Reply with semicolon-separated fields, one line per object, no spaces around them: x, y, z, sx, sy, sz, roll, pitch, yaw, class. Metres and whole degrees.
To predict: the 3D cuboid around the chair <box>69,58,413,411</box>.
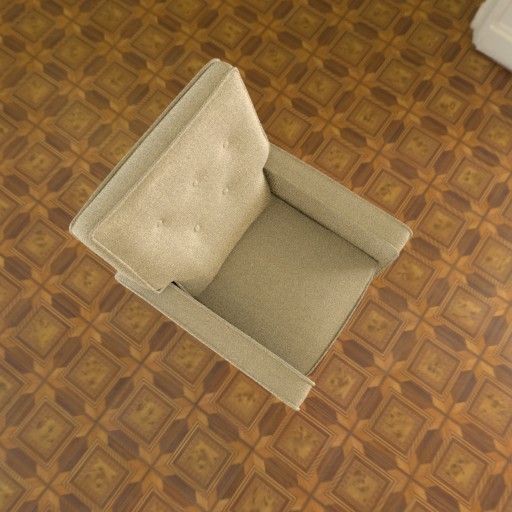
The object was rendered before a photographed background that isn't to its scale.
0.000;0.000;1.441;0.754;0.888;0.648;34;77;9;chair
